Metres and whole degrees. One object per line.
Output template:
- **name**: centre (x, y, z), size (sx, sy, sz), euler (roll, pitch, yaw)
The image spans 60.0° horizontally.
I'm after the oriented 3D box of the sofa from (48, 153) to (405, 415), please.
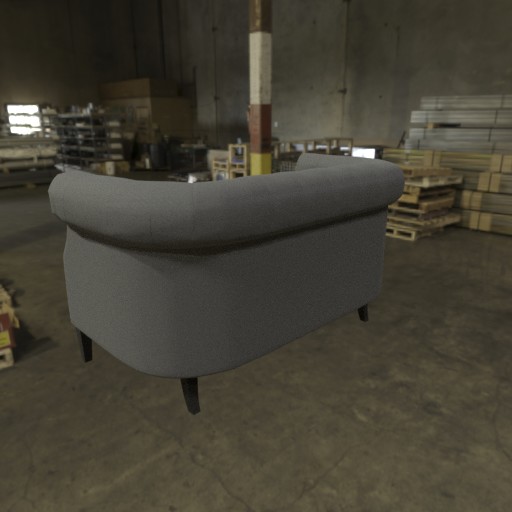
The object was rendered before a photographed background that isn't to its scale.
- **sofa**: centre (0.000, 0.000, 2.007), size (1.558, 0.827, 0.835), euler (-16, 23, -42)
